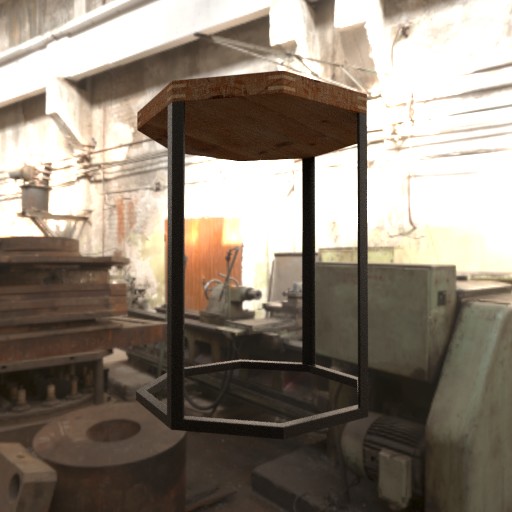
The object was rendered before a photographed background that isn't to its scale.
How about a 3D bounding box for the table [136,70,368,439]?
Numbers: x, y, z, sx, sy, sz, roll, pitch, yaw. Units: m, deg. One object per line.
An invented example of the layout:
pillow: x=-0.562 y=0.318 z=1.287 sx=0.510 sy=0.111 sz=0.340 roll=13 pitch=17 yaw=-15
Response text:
table: x=0.000 y=0.000 z=0.877 sx=0.458 sy=0.543 sz=0.458 roll=-1 pitch=-1 yaw=35
